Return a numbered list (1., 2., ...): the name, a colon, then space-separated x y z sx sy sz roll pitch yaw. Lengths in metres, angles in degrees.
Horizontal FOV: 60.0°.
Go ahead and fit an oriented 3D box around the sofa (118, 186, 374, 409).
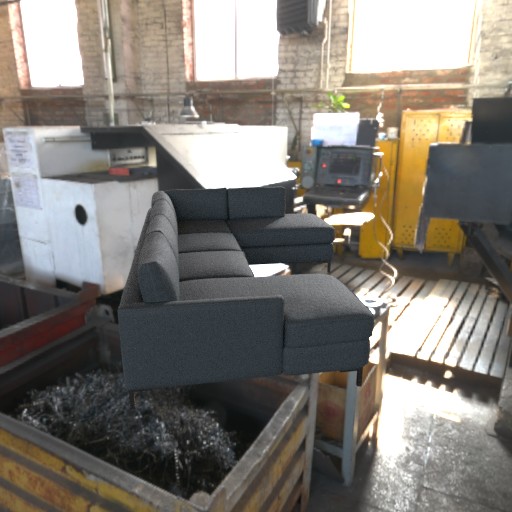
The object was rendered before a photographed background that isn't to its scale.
1. sofa: 0.000 0.000 3.896 1.984 0.858 2.975 -3 17 -10
